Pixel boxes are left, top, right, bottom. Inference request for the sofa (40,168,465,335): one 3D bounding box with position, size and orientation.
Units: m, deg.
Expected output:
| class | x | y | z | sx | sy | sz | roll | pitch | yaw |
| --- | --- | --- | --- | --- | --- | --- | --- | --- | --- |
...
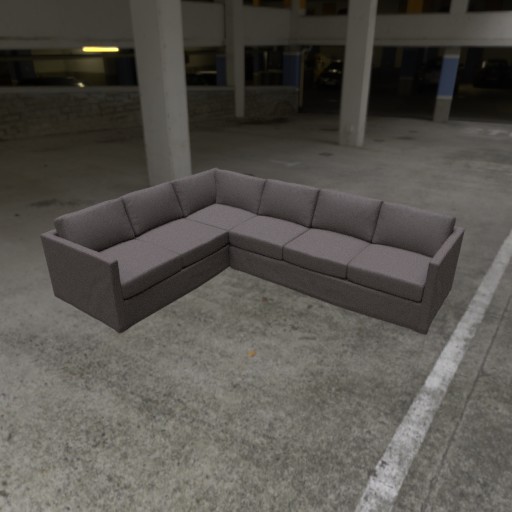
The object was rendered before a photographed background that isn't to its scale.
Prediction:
| class | x | y | z | sx | sy | sz | roll | pitch | yaw |
| --- | --- | --- | --- | --- | --- | --- | --- | --- | --- |
| sofa | 0.000 | 0.000 | 4.245 | 3.182 | 0.871 | 2.432 | 17 | 31 | 31 |
